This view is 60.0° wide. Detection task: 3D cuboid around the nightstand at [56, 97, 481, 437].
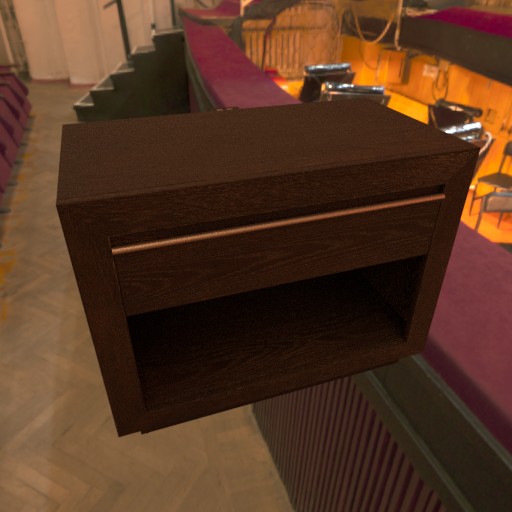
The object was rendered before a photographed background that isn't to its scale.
[{"bbox_3d":[0.000,0.000,1.099,0.775,0.612,0.457,-11,34,-16],"label":"nightstand"}]
